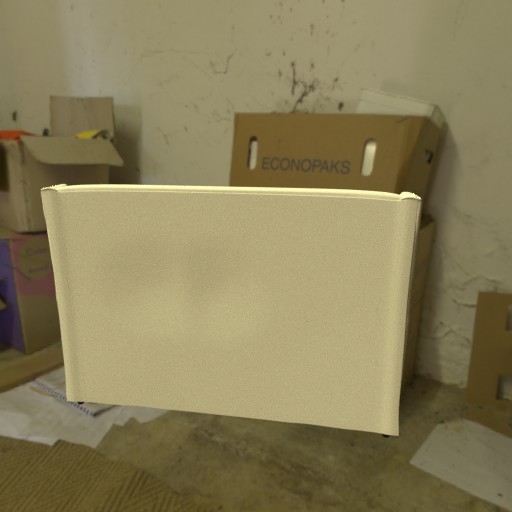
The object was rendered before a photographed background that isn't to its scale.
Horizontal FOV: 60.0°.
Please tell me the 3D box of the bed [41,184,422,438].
[{"bbox_3d":[0.000,0.000,3.387,1.925,1.332,2.276,3,17,9],"label":"bed"}]
